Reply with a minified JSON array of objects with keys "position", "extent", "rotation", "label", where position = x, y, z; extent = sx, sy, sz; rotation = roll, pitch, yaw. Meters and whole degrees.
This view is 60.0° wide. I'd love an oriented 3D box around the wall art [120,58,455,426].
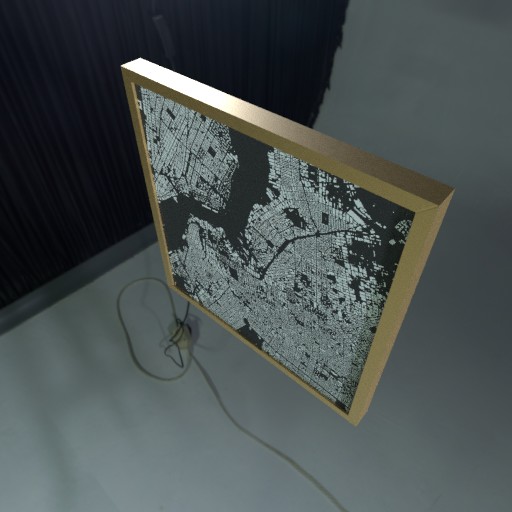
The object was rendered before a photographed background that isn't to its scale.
[{"position":[0.000,0.000,1.876],"extent":[1.284,1.284,0.095],"rotation":[32,53,27],"label":"wall art"}]
